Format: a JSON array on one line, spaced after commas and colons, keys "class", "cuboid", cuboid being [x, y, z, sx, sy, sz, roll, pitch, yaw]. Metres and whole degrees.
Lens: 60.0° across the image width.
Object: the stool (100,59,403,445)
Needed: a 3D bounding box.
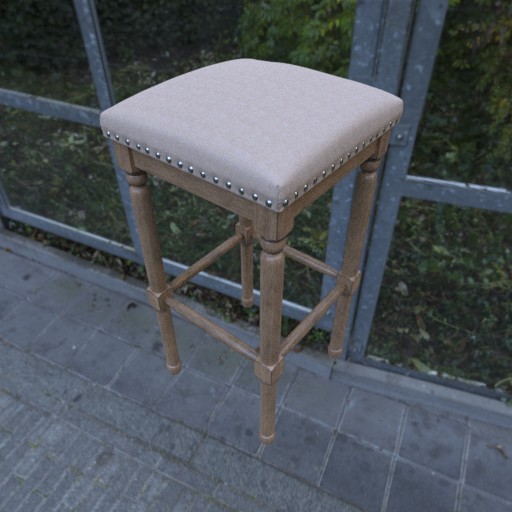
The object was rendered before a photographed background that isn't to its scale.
[{"class": "stool", "cuboid": [0.000, 0.000, 0.980, 0.382, 0.768, 0.383, 27, 47, 28]}]
